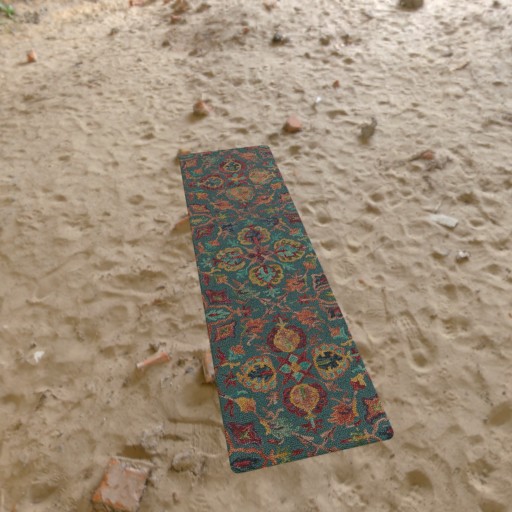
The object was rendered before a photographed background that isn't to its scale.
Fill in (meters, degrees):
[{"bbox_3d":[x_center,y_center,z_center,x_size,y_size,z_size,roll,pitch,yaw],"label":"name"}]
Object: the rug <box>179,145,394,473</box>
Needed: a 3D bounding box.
[{"bbox_3d":[0.000,0.000,2.550,0.686,0.013,2.286,-9,46,-8],"label":"rug"}]
